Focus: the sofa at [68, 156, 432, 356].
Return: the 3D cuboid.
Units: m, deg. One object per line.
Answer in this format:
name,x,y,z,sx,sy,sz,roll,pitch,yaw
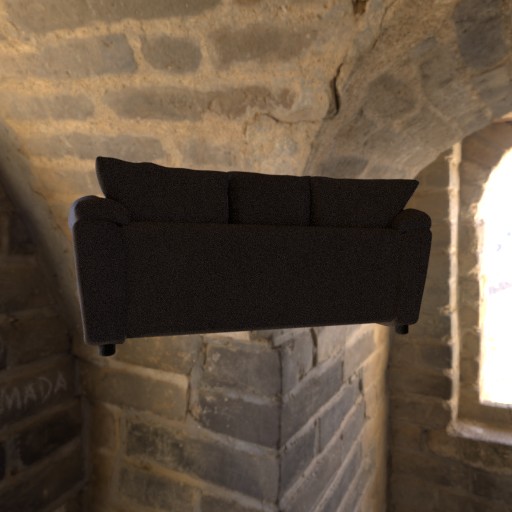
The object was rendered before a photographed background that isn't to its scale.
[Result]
sofa,0.000,0.000,2.987,2.336,1.073,0.878,0,0,-20
